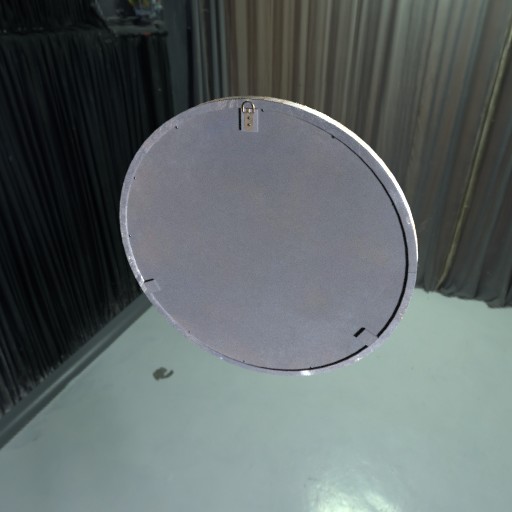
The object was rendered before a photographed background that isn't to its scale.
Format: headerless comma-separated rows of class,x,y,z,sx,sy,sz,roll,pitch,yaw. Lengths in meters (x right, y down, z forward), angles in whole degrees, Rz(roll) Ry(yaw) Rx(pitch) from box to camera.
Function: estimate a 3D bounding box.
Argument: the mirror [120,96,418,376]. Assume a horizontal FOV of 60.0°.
mirror,0.000,0.000,1.039,0.710,0.710,0.038,10,32,16
